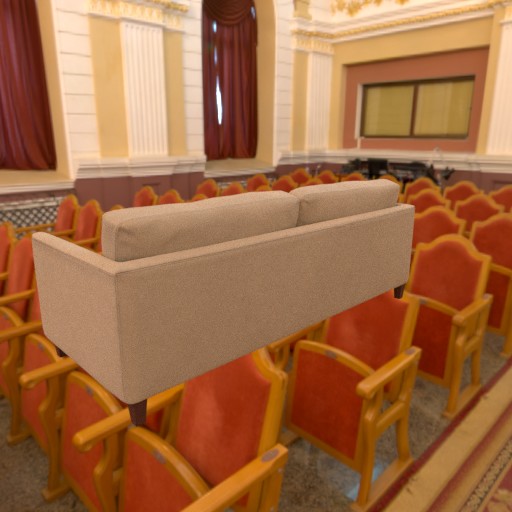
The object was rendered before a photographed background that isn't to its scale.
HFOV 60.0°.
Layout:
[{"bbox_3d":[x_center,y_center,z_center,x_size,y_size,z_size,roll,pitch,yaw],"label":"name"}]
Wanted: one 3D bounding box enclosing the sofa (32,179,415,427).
[{"bbox_3d":[0.000,0.000,2.852,2.404,0.912,0.988,-14,20,-42],"label":"sofa"}]
